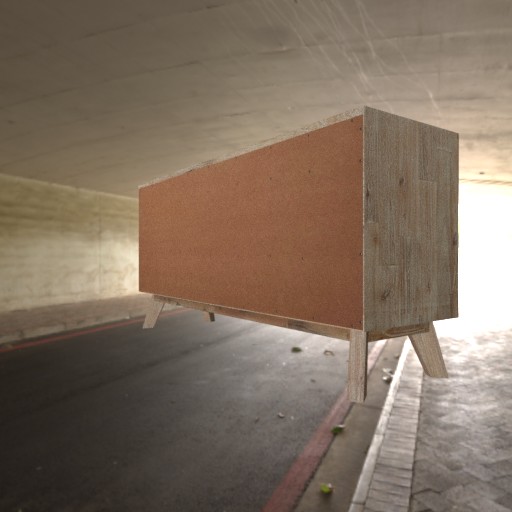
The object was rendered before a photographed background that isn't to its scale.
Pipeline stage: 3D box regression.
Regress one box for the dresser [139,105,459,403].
[{"bbox_3d":[0.000,0.000,1.941,0.455,0.788,1.602,0,0,-36],"label":"dresser"}]
